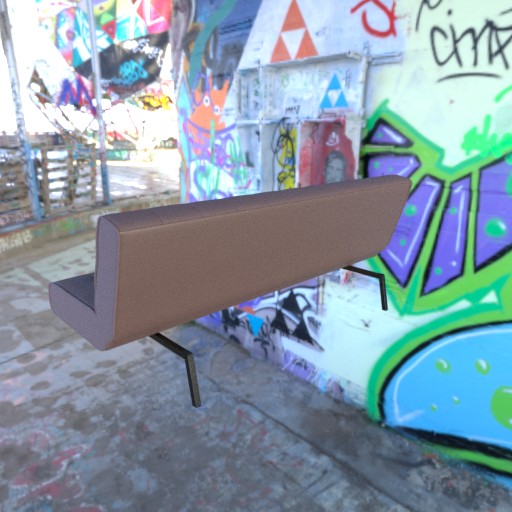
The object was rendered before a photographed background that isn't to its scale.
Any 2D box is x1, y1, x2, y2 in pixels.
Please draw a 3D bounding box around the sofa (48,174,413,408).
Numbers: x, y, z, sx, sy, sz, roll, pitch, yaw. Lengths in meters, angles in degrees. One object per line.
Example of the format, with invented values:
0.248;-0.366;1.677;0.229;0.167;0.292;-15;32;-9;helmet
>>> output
0.000;0.000;2.144;1.703;0.699;0.747;-15;22;-41;sofa
